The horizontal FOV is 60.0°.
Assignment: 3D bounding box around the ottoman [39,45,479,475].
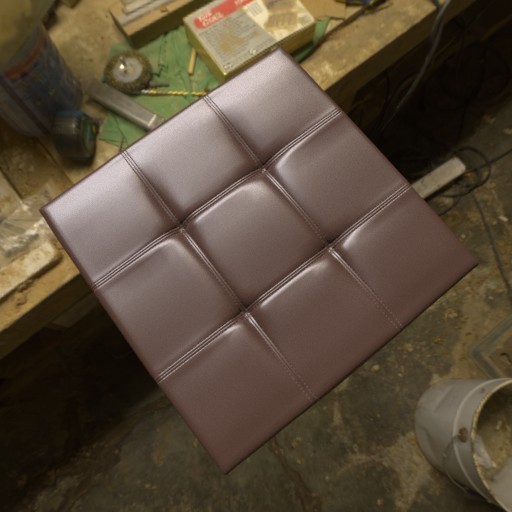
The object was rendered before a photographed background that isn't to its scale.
[{"bbox_3d":[0.000,0.000,1.288,0.787,0.460,0.788,-37,79,-8],"label":"ottoman"}]
